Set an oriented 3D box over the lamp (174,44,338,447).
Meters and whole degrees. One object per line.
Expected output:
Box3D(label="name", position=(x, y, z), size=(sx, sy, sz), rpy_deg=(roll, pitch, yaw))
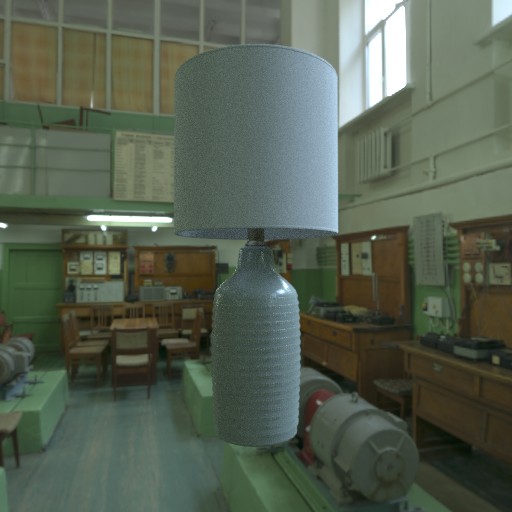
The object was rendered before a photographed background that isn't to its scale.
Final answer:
Box3D(label="lamp", position=(0.000, 0.000, 0.605), size=(0.220, 0.475, 0.220), rpy_deg=(0, -1, -17))
